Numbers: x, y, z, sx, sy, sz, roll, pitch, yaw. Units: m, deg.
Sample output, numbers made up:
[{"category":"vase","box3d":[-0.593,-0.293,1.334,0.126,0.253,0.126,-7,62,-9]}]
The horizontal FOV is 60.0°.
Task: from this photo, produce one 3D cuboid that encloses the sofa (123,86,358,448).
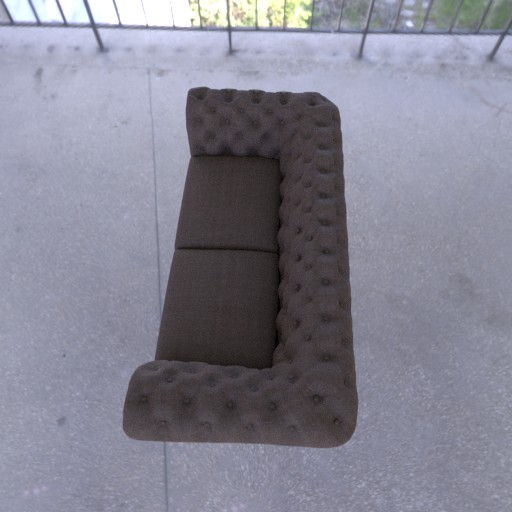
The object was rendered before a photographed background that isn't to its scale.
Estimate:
[{"category":"sofa","box3d":[0.000,0.000,2.486,0.944,0.780,2.048,3,59,2]}]
